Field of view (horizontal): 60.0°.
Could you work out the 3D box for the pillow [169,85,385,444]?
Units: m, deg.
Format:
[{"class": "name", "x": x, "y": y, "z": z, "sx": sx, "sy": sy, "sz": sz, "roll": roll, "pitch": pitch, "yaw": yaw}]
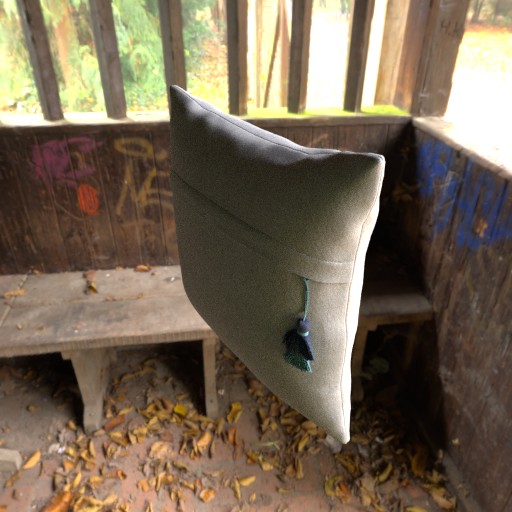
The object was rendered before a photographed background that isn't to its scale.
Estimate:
[{"class": "pillow", "x": 0.000, "y": 0.000, "z": 0.679, "sx": 0.173, "sy": 0.436, "sz": 0.433, "roll": -21, "pitch": 37, "yaw": -30}]
